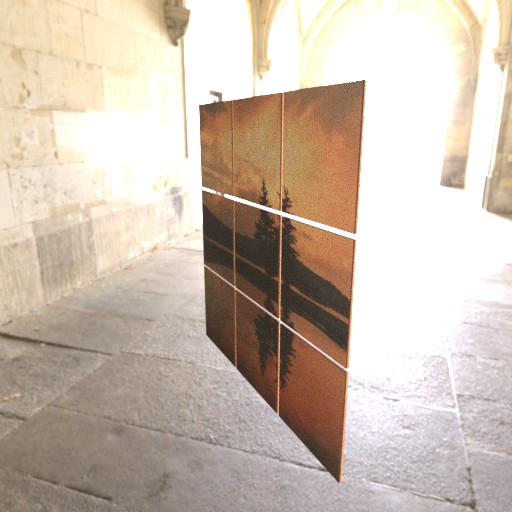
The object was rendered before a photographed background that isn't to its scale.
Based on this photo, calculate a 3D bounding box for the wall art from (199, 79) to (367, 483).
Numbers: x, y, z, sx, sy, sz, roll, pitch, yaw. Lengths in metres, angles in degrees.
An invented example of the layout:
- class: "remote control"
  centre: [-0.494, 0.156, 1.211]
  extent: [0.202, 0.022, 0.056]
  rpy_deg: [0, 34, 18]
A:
- class: "wall art"
  centre: [0.000, 0.000, 1.792]
  extent: [0.013, 1.218, 1.216]
  rpy_deg: [-8, 17, -26]
